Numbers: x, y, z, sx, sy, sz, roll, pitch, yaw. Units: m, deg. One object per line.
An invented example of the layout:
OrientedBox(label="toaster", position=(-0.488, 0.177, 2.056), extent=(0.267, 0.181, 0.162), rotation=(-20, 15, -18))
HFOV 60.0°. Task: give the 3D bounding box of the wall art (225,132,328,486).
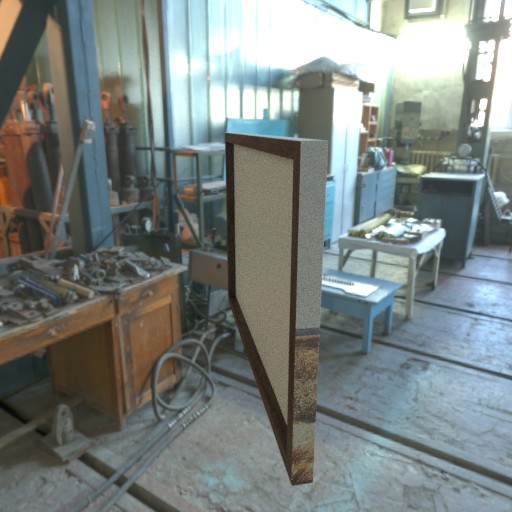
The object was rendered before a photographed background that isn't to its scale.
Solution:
OrientedBox(label="wall art", position=(0.000, 0.000, 1.443), extent=(0.051, 0.761, 1.138), rotation=(-3, 17, -10))
